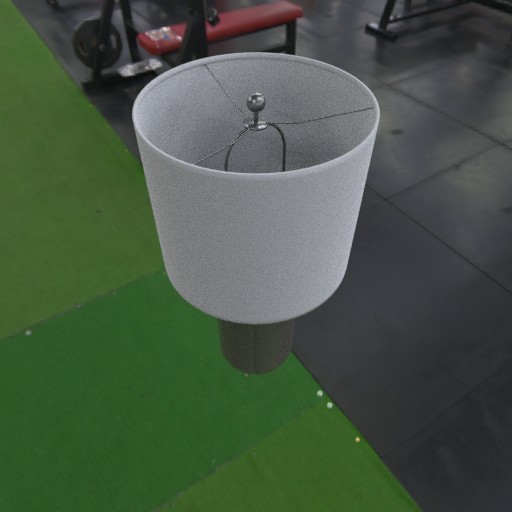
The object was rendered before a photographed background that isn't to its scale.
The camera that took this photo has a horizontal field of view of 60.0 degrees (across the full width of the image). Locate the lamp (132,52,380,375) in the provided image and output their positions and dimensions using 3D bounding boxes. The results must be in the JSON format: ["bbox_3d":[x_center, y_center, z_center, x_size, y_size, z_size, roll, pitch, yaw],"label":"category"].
[{"bbox_3d":[0.000,0.000,0.506,0.203,0.389,0.203,-23,51,-20],"label":"lamp"}]
